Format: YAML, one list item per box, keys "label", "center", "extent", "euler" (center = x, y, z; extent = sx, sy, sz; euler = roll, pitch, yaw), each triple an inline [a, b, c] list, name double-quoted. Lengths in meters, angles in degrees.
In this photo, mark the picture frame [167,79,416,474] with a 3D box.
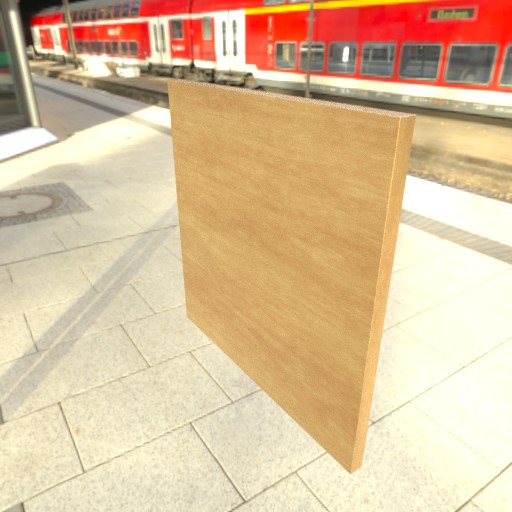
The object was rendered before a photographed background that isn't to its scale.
- label: "picture frame"
  center: [0.000, 0.000, 1.092]
  extent: [0.037, 0.761, 0.758]
  euler: [-18, 31, -32]
